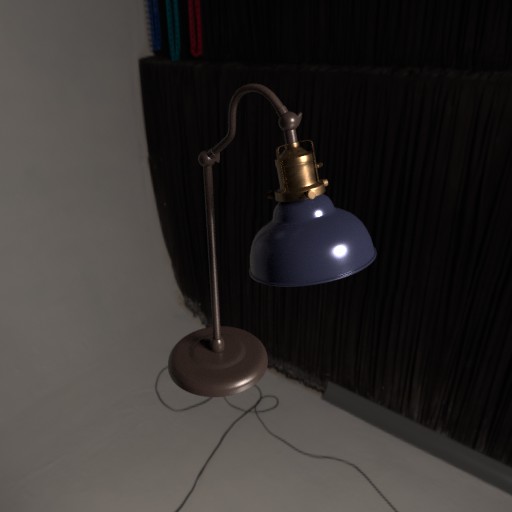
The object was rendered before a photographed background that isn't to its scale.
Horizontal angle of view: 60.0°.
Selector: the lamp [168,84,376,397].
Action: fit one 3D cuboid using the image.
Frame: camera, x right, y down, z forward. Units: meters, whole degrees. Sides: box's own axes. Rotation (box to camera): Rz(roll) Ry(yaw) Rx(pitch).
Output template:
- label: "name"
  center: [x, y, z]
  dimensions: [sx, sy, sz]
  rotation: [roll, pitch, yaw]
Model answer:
- label: "lamp"
  center: [0.000, 0.000, 0.699]
  dimensions: [0.374, 0.508, 0.192]
  rotation: [18, 31, 32]
